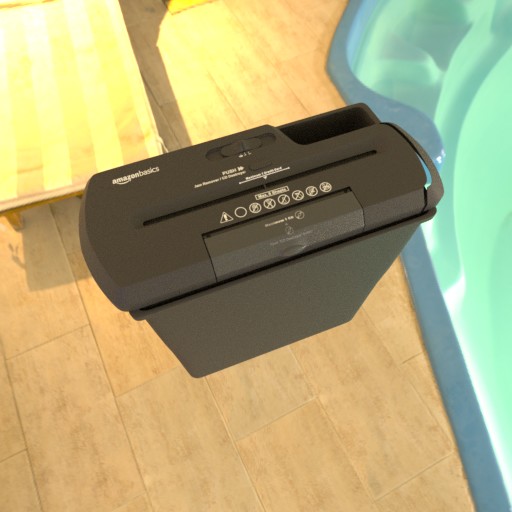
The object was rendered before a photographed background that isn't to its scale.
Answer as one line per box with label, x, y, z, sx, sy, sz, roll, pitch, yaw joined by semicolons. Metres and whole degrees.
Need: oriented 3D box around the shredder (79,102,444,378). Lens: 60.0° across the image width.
shredder;0.000;0.000;0.532;0.320;0.335;0.170;-19;64;-9
